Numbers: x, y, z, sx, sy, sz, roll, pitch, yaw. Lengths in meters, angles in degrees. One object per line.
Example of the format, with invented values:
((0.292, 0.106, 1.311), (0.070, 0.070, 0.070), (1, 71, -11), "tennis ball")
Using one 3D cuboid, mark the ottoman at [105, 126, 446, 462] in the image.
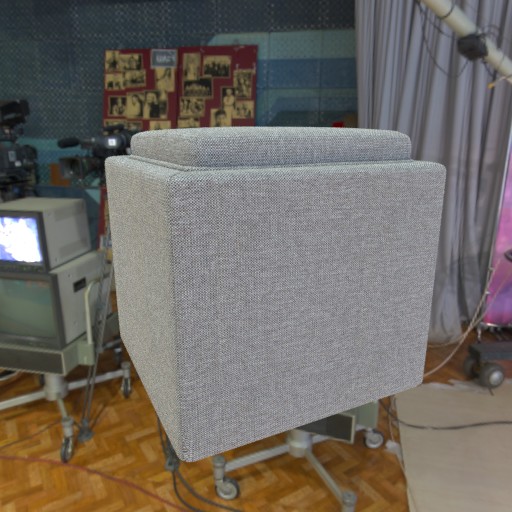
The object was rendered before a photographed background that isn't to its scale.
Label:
((0.000, 0.000, 0.823), (0.450, 0.460, 0.450), (-8, 17, -26), "ottoman")
